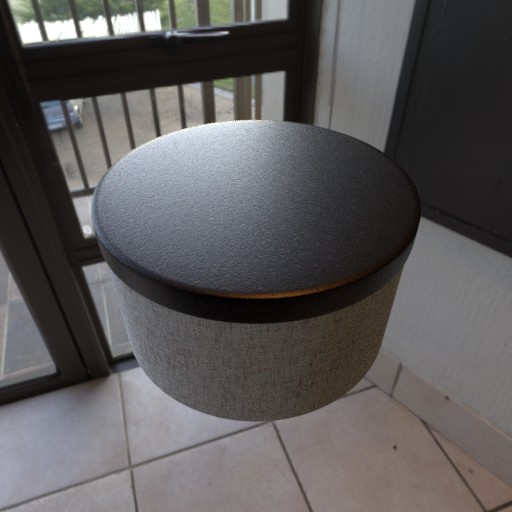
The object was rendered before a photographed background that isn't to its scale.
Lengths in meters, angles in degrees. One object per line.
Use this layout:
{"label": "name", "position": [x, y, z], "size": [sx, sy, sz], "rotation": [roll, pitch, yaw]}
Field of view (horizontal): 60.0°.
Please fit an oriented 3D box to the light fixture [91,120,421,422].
{"label": "light fixture", "position": [0.000, 0.000, 0.615], "size": [0.389, 0.229, 0.389], "rotation": [0, 40, 0]}
